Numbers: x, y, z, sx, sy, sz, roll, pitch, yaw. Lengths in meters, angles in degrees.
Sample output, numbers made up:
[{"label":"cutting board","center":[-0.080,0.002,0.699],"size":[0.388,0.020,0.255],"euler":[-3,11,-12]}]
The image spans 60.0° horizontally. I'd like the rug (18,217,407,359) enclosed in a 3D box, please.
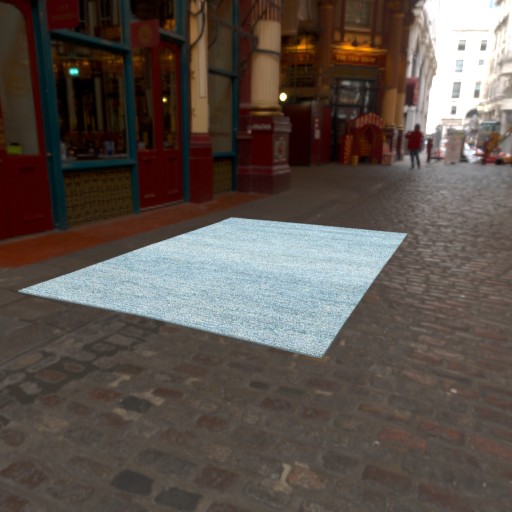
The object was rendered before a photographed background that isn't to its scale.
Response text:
[{"label":"rug","center":[0.000,0.000,2.903],"size":[1.611,0.026,2.260],"euler":[7,17,25]}]
